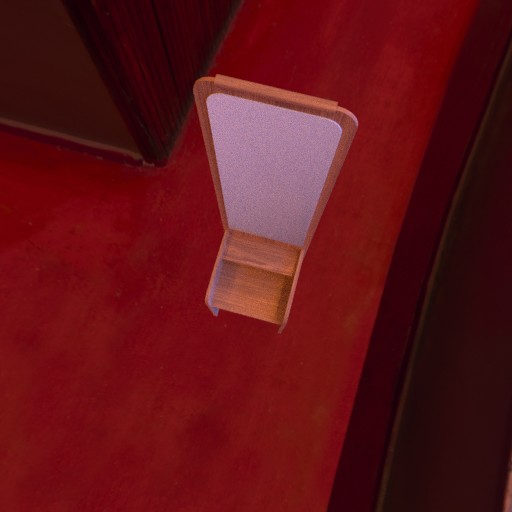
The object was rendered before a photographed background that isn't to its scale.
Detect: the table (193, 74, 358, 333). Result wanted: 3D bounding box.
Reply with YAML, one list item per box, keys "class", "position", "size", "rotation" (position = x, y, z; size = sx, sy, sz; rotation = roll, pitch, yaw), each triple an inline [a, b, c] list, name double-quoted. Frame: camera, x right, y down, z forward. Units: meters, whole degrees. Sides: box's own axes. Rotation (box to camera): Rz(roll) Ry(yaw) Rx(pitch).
- class: "table"
  position: [0.000, 0.000, 1.948]
  size: [0.450, 1.830, 0.420]
  rotation: [15, 76, 4]
